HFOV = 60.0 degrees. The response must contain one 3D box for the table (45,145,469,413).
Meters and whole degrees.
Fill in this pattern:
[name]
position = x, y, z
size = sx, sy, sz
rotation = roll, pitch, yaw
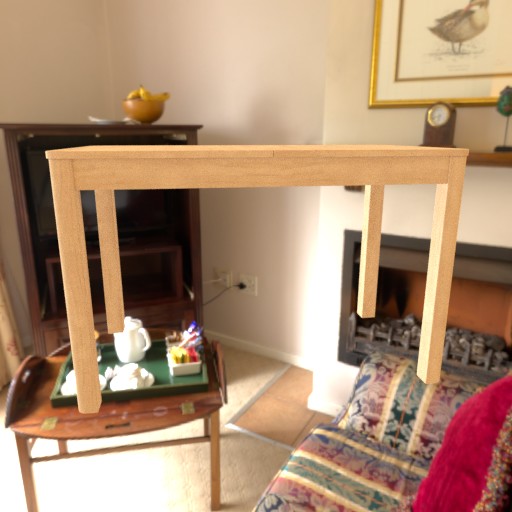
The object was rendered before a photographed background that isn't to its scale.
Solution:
[table]
position = 0.000, 0.000, 1.888
size = 1.400, 0.900, 0.750
rotation = -2, 15, -8
